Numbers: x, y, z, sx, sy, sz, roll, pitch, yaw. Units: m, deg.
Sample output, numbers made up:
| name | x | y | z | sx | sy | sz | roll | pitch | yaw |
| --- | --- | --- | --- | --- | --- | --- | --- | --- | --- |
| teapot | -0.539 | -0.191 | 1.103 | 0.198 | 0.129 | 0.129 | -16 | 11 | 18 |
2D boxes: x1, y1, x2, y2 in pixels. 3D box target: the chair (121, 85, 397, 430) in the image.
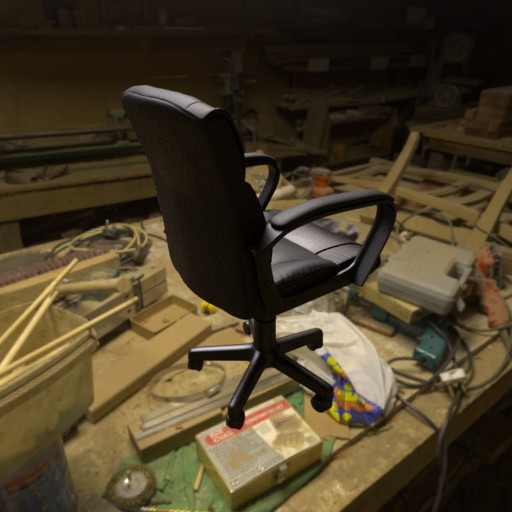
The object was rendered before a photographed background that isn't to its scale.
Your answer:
| name | x | y | z | sx | sy | sz | roll | pitch | yaw |
| --- | --- | --- | --- | --- | --- | --- | --- | --- | --- |
| chair | 0.000 | 0.000 | 1.354 | 0.641 | 0.998 | 0.576 | -18 | 32 | -32 |
